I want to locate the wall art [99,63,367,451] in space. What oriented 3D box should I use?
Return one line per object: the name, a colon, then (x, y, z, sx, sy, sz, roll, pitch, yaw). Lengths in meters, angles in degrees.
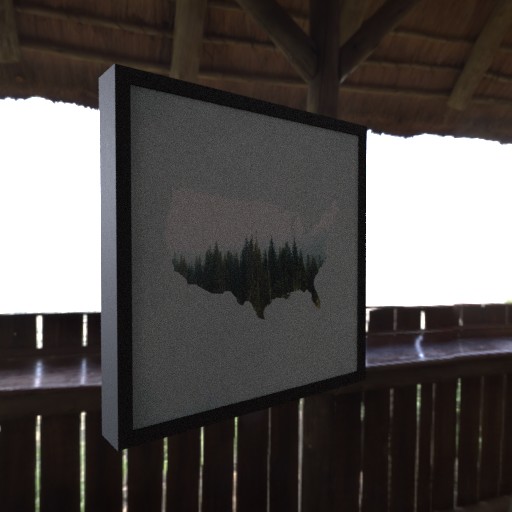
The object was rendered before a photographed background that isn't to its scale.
wall art: (0.000, 0.000, 0.454, 0.304, 0.304, 0.038, -1, 2, -37)
